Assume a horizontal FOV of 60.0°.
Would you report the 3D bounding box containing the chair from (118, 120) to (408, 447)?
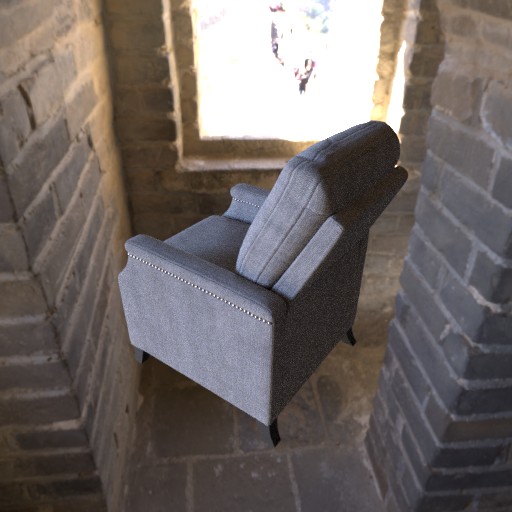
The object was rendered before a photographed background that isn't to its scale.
[{"bbox_3d":[0.000,0.000,1.733,0.922,1.049,0.710,21,37,30],"label":"chair"}]
